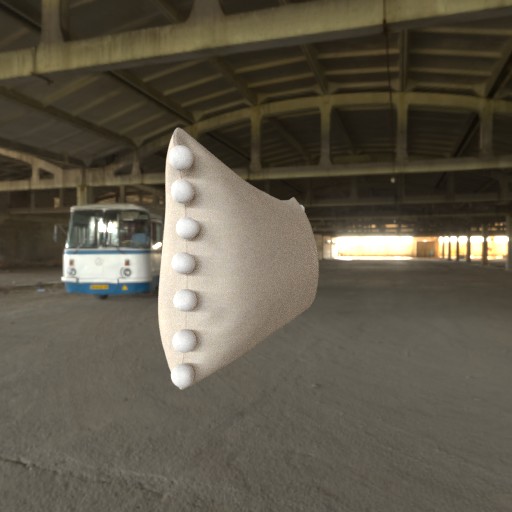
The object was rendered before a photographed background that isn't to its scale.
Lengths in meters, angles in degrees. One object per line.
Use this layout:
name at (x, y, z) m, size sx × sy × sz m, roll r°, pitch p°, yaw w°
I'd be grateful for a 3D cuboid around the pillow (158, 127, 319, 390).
pillow at (0.000, 0.000, 0.849) m, size 0.201 × 0.322 × 0.709 m, roll 0°, pitch 1°, yaw 17°
